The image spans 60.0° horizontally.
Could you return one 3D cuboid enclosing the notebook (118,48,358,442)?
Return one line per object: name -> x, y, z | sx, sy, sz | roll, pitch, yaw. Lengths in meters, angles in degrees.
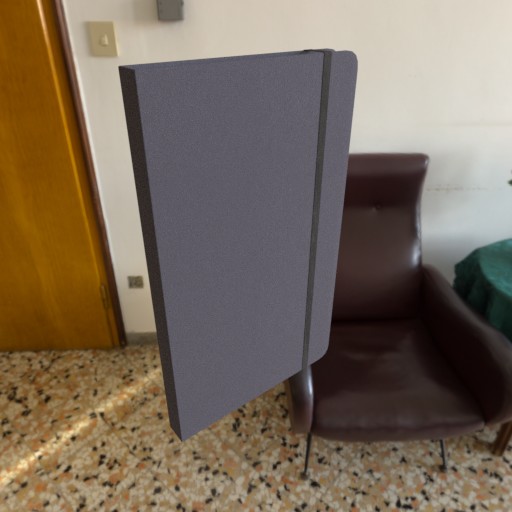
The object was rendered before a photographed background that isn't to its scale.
notebook -> 0.000, 0.000, 0.257 | 0.127, 0.213, 0.016 | -21, 36, -32
